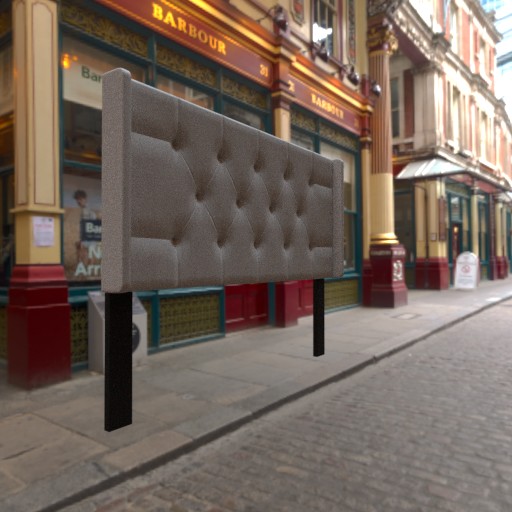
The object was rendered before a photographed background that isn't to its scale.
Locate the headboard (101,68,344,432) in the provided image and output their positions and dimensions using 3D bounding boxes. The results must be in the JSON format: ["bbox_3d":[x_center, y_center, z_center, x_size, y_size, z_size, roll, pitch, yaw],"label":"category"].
[{"bbox_3d":[0.000,0.000,2.658,0.184,1.524,2.051,0,-1,36],"label":"headboard"}]
